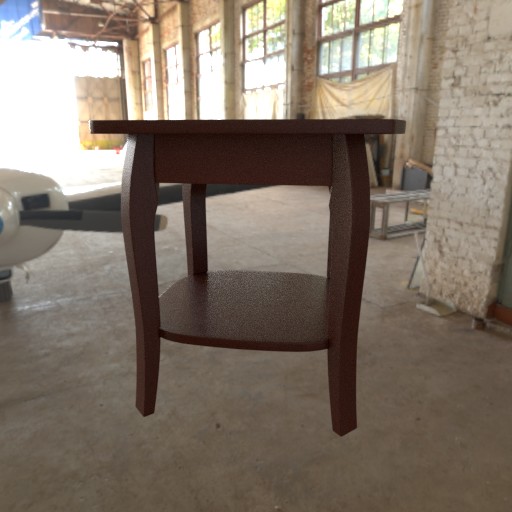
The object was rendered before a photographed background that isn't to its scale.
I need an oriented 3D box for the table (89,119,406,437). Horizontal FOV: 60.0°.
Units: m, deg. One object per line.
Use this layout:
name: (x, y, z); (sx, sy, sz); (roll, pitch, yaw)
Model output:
table: (0.000, 0.000, 0.858); (0.502, 0.496, 0.433); (2, 16, 8)
